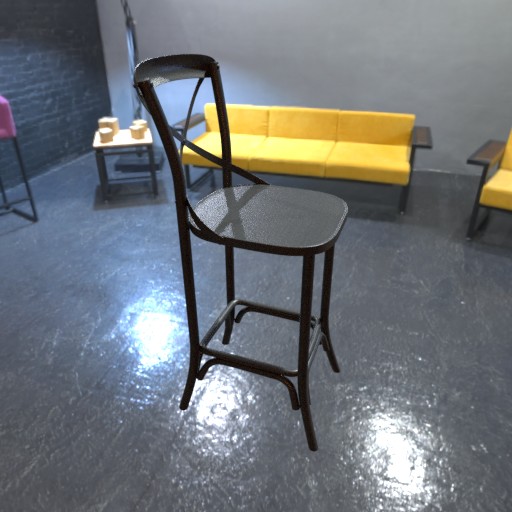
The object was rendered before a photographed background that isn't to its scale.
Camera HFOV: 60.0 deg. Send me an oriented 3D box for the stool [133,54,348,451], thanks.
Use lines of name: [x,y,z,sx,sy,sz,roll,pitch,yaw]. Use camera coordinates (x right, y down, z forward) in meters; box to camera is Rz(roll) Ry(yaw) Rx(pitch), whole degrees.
stool: [0.000,0.000,1.439,0.584,1.168,0.457,10,31,18]
